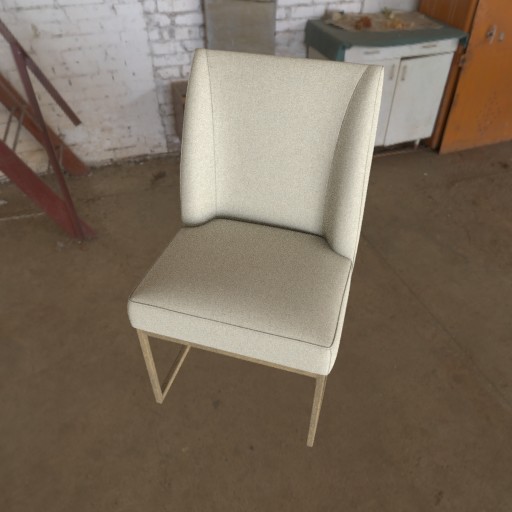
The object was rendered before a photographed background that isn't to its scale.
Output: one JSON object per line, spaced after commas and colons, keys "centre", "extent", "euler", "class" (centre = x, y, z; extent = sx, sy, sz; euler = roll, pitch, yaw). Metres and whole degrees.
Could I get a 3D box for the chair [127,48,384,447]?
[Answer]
{"centre": [0.000, 0.000, 1.167], "extent": [0.508, 0.863, 0.522], "euler": [11, 42, 13], "class": "chair"}
